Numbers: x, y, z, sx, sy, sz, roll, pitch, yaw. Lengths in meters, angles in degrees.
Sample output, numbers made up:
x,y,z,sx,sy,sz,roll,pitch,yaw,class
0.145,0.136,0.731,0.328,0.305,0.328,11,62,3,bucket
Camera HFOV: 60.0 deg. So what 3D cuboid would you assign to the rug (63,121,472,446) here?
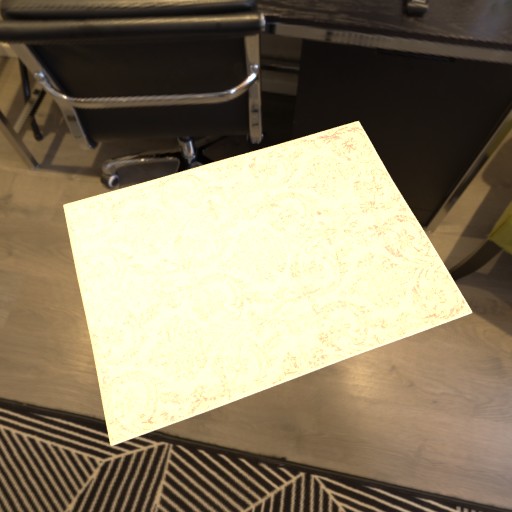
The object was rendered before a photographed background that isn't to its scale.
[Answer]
x,y,z,sx,sy,sz,roll,pitch,yaw,class
0.000,0.000,2.836,2.202,0.014,1.598,-18,66,-8,rug
